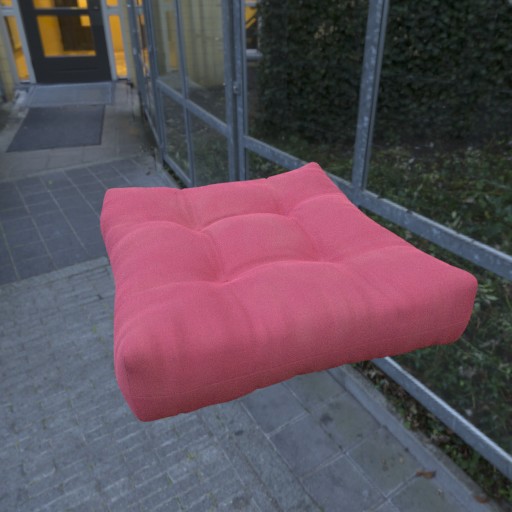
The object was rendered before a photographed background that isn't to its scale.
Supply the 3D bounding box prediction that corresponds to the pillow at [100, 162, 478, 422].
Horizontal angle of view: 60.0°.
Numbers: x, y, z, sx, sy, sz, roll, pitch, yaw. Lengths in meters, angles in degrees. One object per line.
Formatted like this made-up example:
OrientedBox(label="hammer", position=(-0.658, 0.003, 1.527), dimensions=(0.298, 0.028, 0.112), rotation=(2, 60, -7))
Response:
OrientedBox(label="pillow", position=(0.000, 0.000, 0.719), dimensions=(0.468, 0.128, 0.490), rotation=(-10, 32, -16))
